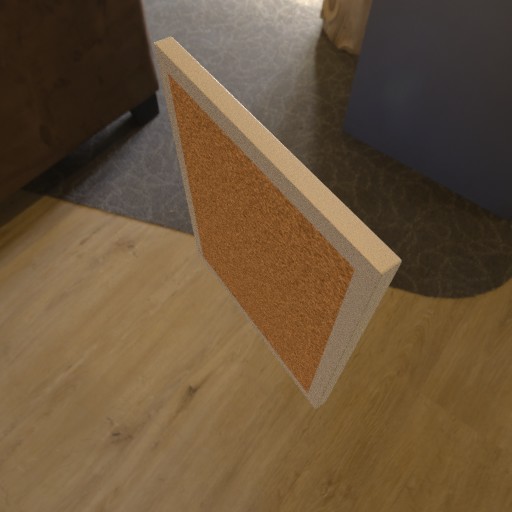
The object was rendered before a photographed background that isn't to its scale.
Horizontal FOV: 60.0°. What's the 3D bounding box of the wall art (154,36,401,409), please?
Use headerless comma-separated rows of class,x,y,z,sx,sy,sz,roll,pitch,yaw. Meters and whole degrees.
wall art,0.000,0.000,0.759,0.028,0.556,0.454,-31,63,-18
